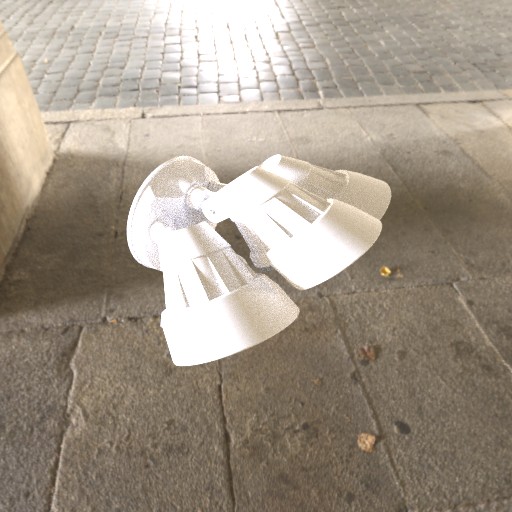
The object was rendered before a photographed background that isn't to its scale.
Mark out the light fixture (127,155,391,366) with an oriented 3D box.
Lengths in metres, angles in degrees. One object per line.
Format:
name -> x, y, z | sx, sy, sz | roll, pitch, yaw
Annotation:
light fixture -> 0.000, 0.000, 0.546 | 0.278, 0.237, 0.369 | 26, 48, 26
